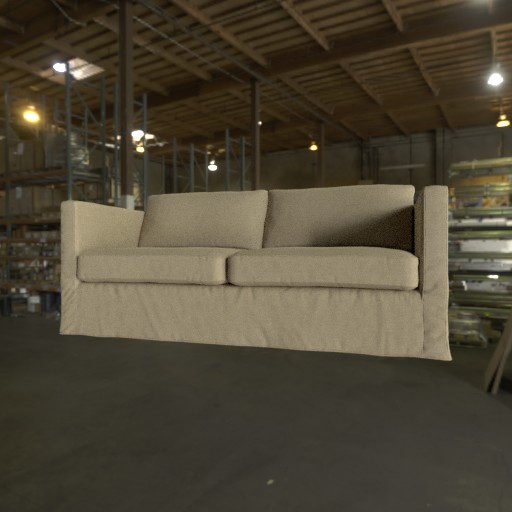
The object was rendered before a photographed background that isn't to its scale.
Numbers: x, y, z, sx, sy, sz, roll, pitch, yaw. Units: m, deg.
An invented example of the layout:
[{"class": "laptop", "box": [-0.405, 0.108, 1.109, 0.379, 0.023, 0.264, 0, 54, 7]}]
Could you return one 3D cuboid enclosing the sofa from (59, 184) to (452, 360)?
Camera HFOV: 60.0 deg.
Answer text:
[{"class": "sofa", "box": [0.000, 0.000, 2.511, 1.959, 0.835, 0.962, 0, 1, 17]}]
